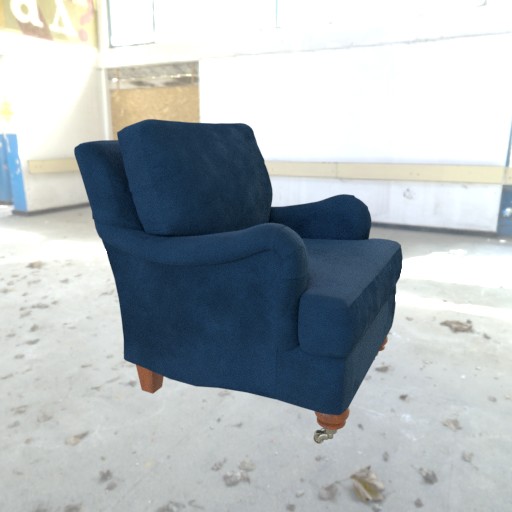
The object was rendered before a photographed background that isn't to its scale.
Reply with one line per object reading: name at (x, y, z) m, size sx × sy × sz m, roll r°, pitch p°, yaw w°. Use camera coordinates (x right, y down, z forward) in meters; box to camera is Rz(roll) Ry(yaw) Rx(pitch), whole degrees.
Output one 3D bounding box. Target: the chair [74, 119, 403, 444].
chair at (0.000, 0.000, 1.840) m, size 1.078 × 1.076 × 0.895 m, roll 8°, pitch 17°, yaw 26°
